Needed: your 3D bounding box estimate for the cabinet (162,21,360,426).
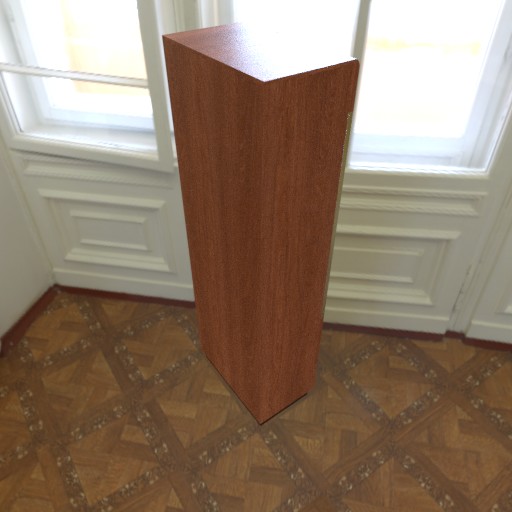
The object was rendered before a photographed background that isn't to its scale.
[{"bbox_3d":[0.000,0.000,2.234,0.420,1.980,0.660,-25,46,-27],"label":"cabinet"}]
